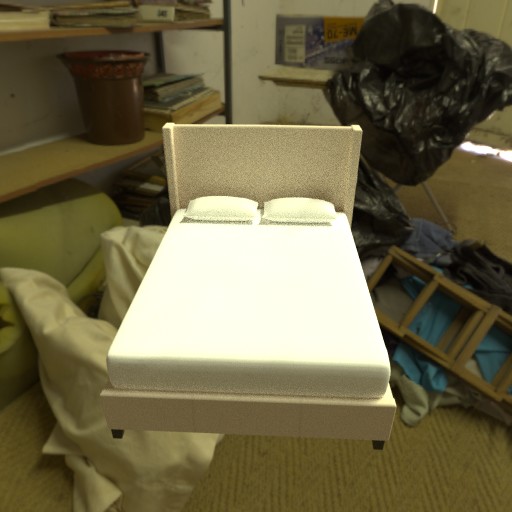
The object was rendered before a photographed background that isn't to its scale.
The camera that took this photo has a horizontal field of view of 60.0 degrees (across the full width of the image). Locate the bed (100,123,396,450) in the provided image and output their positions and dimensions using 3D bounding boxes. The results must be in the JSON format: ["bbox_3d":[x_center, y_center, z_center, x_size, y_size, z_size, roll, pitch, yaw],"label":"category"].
[{"bbox_3d":[0.000,0.000,3.446,1.778,1.471,2.293,1,30,2],"label":"bed"}]
